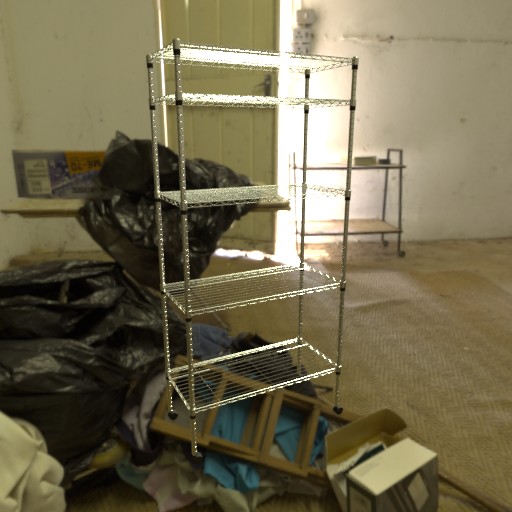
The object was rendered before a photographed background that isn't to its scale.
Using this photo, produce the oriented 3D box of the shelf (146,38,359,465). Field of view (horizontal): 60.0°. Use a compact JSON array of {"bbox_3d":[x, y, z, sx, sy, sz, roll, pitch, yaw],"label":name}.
[{"bbox_3d":[0.000,0.000,1.908,0.762,1.587,0.356,-8,17,-27],"label":"shelf"}]
